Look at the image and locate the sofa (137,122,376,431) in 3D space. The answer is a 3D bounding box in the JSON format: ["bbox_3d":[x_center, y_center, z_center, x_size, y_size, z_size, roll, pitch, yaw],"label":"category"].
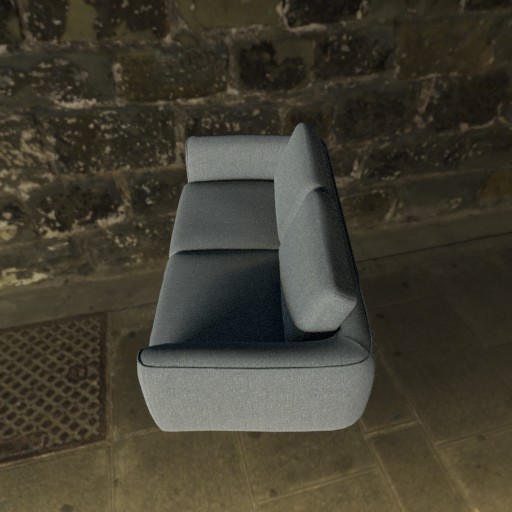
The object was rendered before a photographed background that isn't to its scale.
[{"bbox_3d":[0.000,0.000,2.259,0.920,0.870,1.700,0,42,0],"label":"sofa"}]
